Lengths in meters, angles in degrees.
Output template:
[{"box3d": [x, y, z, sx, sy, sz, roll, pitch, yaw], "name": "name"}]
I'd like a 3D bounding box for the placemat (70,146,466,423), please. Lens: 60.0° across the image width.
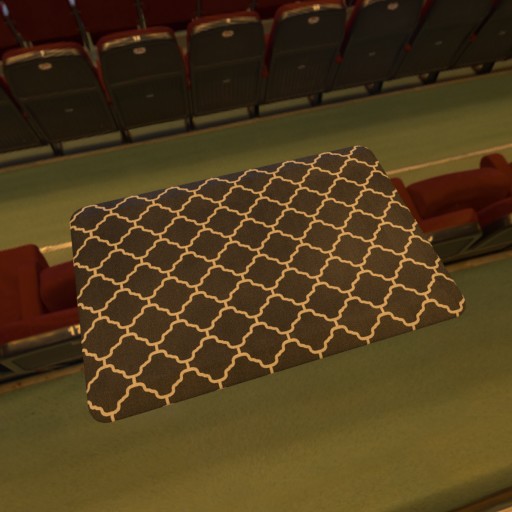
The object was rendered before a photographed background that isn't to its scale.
[{"box3d": [0.000, 0.000, 0.960, 0.762, 0.021, 0.508, -14, 58, -9], "name": "placemat"}]
